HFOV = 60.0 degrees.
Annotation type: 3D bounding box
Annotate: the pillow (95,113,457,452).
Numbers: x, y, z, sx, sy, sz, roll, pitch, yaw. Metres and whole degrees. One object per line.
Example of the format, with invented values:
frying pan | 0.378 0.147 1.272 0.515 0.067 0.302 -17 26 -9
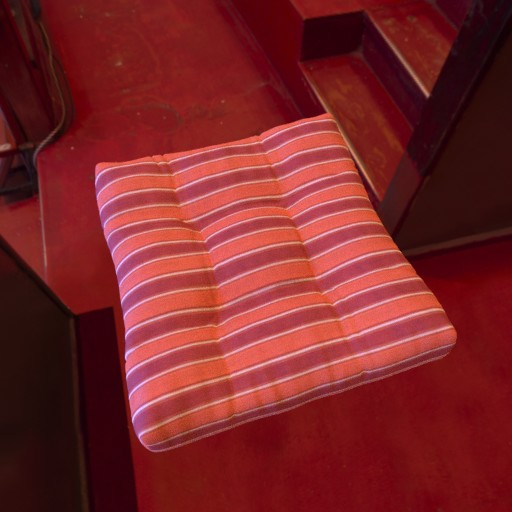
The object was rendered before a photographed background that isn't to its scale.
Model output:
pillow | 0.000 0.000 0.726 0.468 0.133 0.490 -15 60 -9
